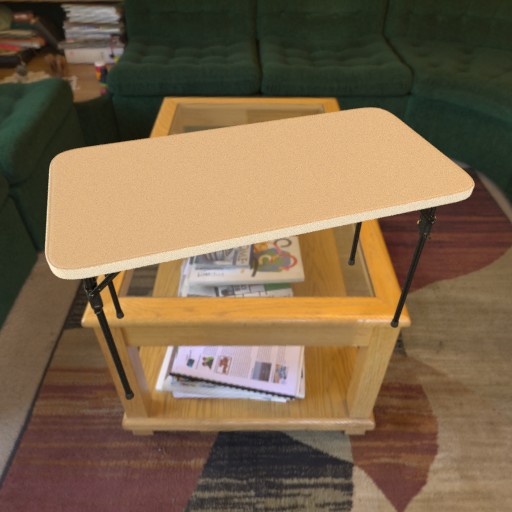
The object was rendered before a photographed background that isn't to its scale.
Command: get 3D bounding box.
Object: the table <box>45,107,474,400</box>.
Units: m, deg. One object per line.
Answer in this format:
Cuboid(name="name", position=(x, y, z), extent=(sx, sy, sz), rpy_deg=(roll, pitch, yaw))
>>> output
Cuboid(name="table", position=(0.000, 0.000, 1.615), extent=(1.219, 0.729, 0.610), rpy_deg=(-12, 43, -13))
